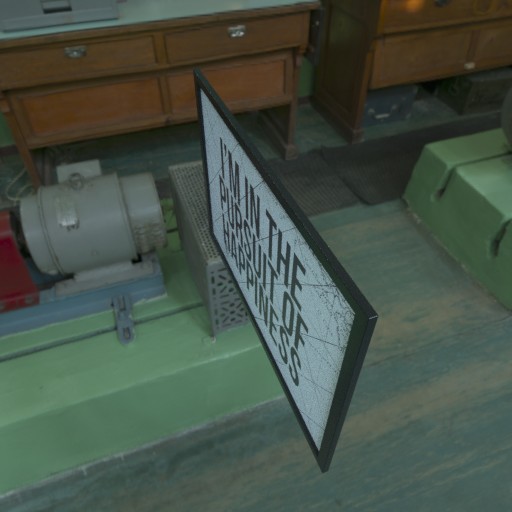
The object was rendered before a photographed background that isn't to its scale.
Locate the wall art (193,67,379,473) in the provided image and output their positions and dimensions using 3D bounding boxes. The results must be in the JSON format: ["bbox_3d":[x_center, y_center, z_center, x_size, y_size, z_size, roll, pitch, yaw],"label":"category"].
[{"bbox_3d":[0.000,0.000,1.024,0.015,0.552,0.819,-16,47,-15],"label":"wall art"}]
